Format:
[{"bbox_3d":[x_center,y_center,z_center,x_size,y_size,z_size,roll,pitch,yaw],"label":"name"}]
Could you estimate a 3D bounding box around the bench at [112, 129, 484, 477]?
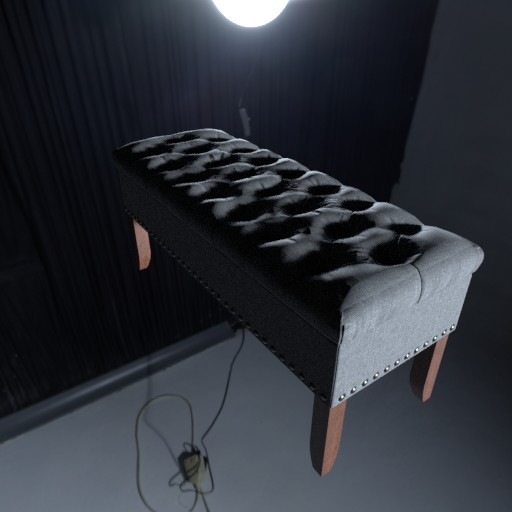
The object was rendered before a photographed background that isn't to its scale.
[{"bbox_3d":[0.000,0.000,1.270,0.417,0.470,1.052,-20,37,-29],"label":"bench"}]
